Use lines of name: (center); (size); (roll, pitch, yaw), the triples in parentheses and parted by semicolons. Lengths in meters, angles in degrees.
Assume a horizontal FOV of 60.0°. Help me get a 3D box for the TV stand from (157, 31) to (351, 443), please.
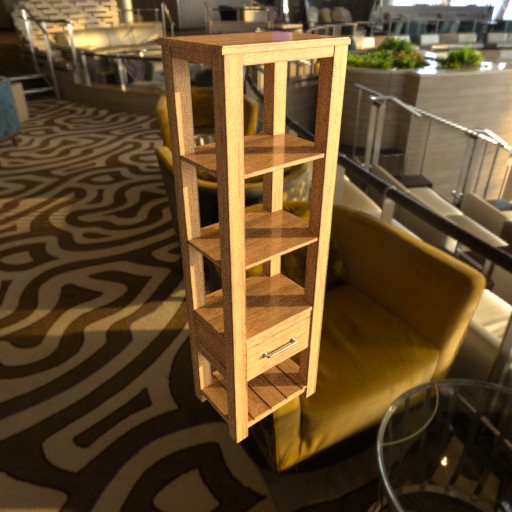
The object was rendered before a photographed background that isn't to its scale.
TV stand: (0.000, 0.000, 2.062); (0.565, 1.828, 0.435); (-21, 37, -32)
